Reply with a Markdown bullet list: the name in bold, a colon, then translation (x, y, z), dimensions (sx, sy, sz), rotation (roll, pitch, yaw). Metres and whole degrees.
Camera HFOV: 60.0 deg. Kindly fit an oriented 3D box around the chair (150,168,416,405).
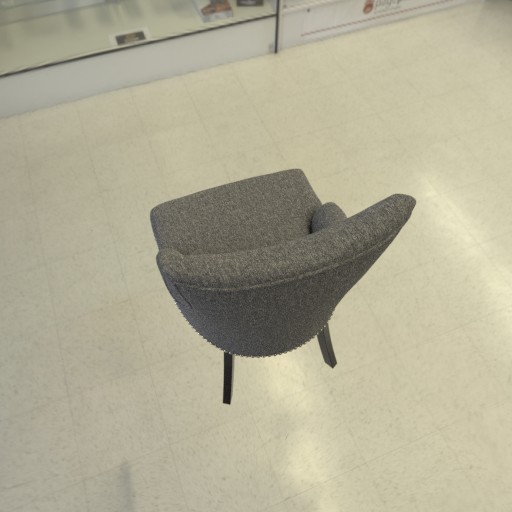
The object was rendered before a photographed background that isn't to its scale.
- **chair**: translation (0.000, 0.000, 1.330), dimensions (0.566, 0.909, 0.629), rotation (-16, 60, -10)
